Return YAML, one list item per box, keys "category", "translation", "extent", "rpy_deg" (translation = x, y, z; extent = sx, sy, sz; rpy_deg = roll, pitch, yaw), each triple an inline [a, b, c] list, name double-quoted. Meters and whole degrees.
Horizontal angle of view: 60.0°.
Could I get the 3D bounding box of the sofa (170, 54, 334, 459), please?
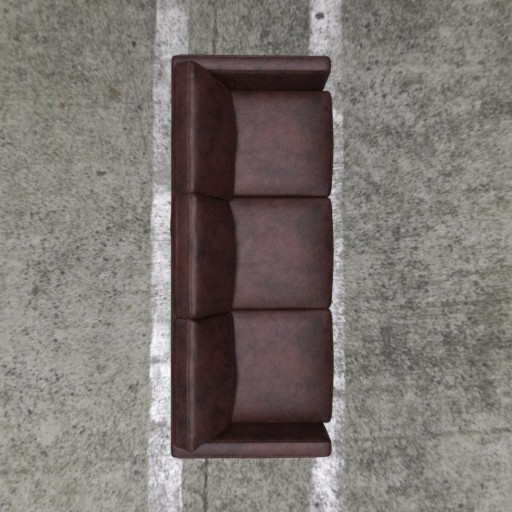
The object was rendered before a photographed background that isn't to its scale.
- category: "sofa"
  translation: [0.000, 0.000, 2.995]
  extent: [1.045, 1.006, 2.464]
  rpy_deg: [0, 90, -1]
